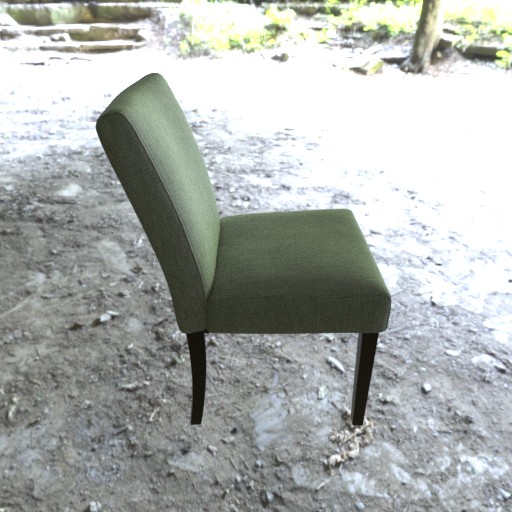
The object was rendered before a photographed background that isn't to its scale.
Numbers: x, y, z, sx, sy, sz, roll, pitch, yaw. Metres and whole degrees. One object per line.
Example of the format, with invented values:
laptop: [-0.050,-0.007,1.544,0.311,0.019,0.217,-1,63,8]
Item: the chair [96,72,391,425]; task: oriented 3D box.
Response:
chair: [0.000,0.000,1.218,0.629,0.884,0.487,-1,32,-1]
